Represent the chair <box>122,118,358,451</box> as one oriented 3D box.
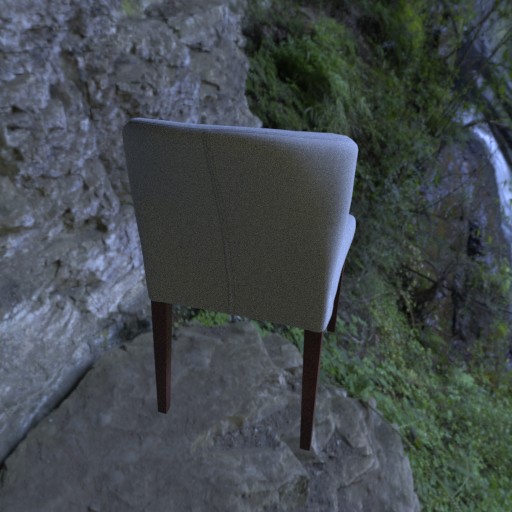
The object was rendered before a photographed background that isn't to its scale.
[{"bbox_3d":[0.000,0.000,1.205,0.491,0.839,0.592,9,32,14],"label":"chair"}]
